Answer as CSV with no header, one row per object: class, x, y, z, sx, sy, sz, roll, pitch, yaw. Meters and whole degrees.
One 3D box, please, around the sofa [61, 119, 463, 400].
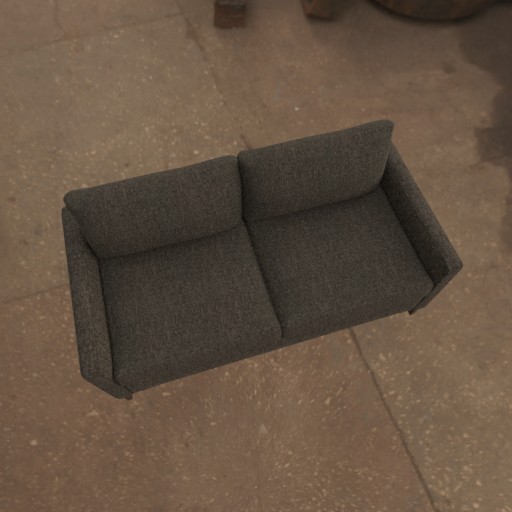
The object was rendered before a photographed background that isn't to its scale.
sofa,0.000,0.000,2.201,1.716,0.862,0.866,-15,63,-8
